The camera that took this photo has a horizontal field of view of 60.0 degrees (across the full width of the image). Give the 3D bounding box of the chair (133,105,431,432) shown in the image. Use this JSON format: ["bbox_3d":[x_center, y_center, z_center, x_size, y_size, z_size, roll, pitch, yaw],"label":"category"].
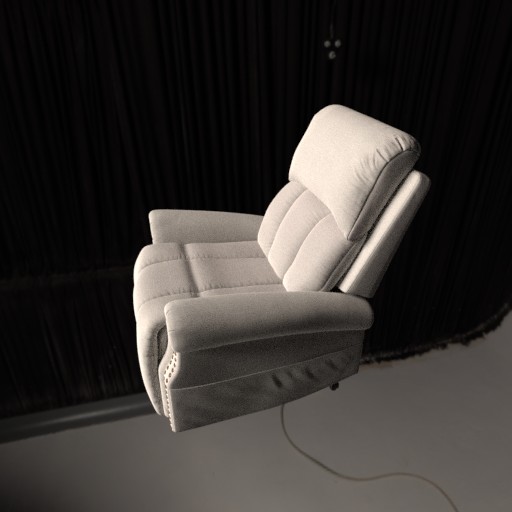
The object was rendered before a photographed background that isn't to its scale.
[{"bbox_3d":[0.000,0.000,1.752,0.979,1.031,0.871,-8,30,-14],"label":"chair"}]
